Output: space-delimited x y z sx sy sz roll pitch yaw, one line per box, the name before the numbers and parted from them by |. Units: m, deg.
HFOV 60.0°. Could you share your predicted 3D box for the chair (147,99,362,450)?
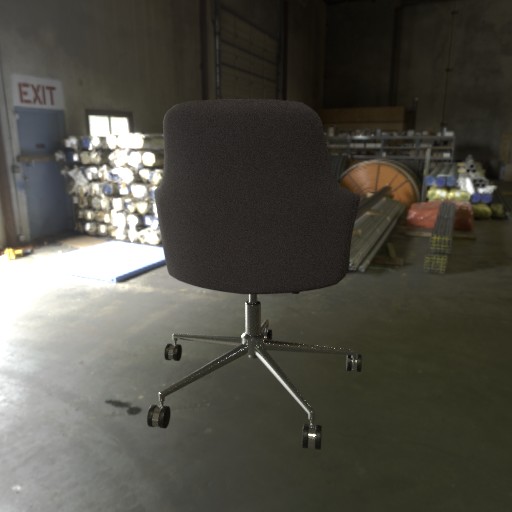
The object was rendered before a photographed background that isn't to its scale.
chair | 0.000 0.000 1.286 0.655 0.820 0.600 2 15 9
